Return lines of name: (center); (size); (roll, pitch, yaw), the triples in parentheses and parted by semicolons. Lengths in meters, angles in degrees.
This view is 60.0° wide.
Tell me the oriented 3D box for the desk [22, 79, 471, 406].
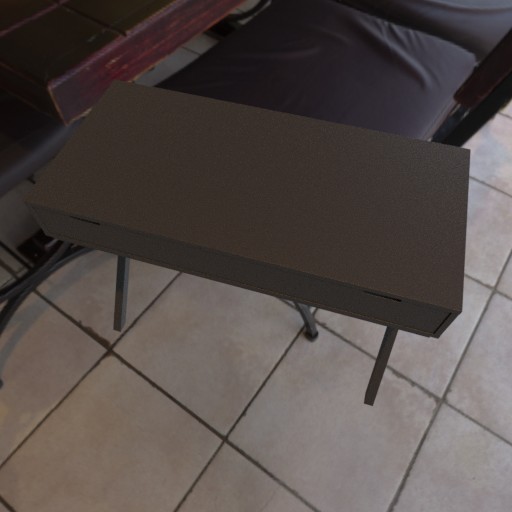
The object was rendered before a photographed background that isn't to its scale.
desk: (0.000, 0.000, 1.473); (1.057, 0.780, 0.504); (14, 58, 9)
